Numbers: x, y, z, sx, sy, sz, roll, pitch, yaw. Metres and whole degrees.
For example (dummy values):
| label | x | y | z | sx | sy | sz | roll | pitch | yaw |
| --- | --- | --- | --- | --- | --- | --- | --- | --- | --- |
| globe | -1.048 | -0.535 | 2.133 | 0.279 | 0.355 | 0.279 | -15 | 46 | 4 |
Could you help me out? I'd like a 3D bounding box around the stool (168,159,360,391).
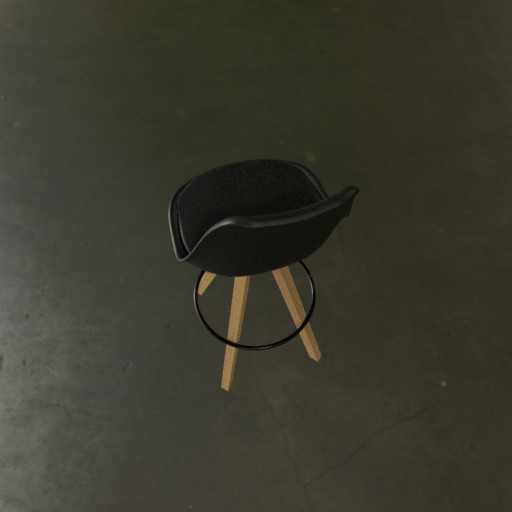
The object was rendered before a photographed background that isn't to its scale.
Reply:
| label | x | y | z | sx | sy | sz | roll | pitch | yaw |
| --- | --- | --- | --- | --- | --- | --- | --- | --- | --- |
| stool | 0.000 | 0.000 | 1.420 | 0.485 | 1.115 | 0.550 | -15 | 60 | -9 |
